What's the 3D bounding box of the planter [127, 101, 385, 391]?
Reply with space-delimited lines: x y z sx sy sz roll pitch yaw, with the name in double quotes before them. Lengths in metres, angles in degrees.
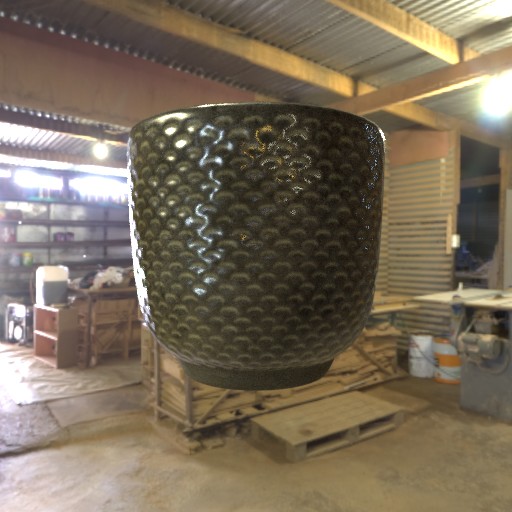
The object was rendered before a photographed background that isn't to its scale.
"planter" 0.000 0.000 0.250 0.140 0.129 0.140 0 1 0
